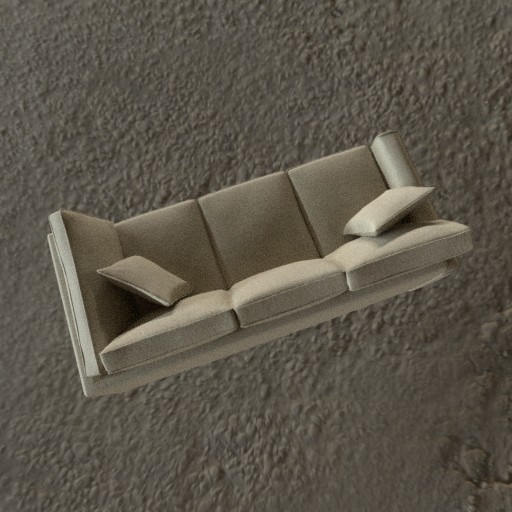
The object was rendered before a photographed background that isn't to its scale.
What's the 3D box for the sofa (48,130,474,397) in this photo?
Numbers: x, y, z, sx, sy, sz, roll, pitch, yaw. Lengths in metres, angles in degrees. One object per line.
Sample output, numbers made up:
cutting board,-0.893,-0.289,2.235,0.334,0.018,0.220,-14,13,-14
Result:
sofa,0.000,0.000,2.872,2.317,0.962,1.061,-19,76,-5
